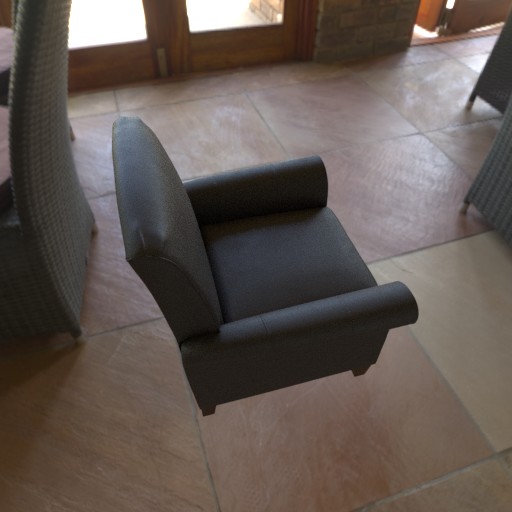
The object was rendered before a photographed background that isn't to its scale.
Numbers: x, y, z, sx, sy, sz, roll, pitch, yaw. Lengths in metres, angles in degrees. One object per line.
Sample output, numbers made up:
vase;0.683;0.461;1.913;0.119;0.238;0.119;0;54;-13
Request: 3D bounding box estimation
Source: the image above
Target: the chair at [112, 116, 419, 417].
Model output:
chair;0.000;0.000;1.789;0.902;1.061;0.978;-11;47;-11
